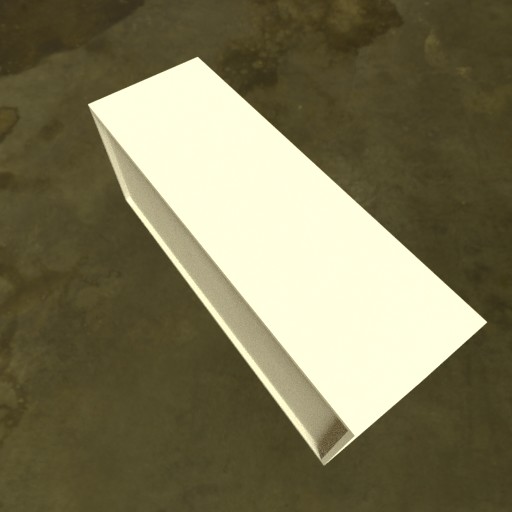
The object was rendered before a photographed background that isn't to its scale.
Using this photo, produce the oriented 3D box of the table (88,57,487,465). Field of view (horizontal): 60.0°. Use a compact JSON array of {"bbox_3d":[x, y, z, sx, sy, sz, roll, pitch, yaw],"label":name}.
[{"bbox_3d":[0.000,0.000,1.805,0.508,0.769,1.500,-32,64,-18],"label":"table"}]
